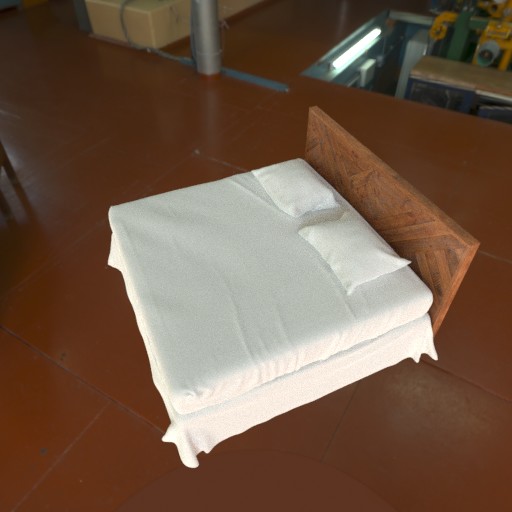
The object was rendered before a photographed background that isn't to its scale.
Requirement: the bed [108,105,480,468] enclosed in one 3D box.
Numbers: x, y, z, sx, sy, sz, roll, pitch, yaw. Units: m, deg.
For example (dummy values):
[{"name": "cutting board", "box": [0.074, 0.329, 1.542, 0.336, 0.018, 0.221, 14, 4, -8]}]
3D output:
[{"name": "bed", "box": [0.000, 0.000, 3.471, 2.165, 1.158, 2.255, -18, 47, -17]}]
